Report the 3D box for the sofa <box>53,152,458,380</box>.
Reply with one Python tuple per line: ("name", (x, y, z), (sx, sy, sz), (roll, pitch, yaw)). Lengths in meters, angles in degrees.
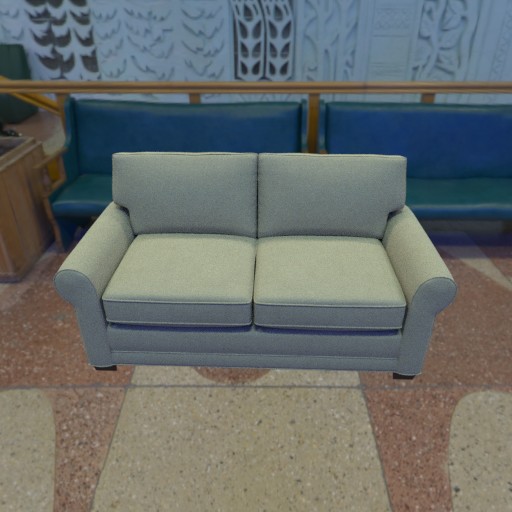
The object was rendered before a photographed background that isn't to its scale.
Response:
("sofa", (0.000, 0.000, 2.325), (1.774, 0.933, 0.861), (1, 31, 2))
